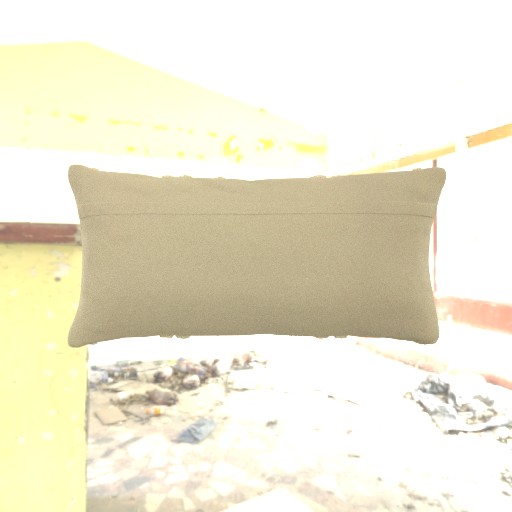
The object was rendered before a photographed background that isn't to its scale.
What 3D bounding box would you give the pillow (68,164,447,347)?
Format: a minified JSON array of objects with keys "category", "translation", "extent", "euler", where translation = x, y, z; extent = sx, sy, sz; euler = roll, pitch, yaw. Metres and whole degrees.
[{"category":"pillow","translation":[0.000,0.000,0.717],"extent":[0.608,0.295,0.161],"euler":[0,1,0]}]
